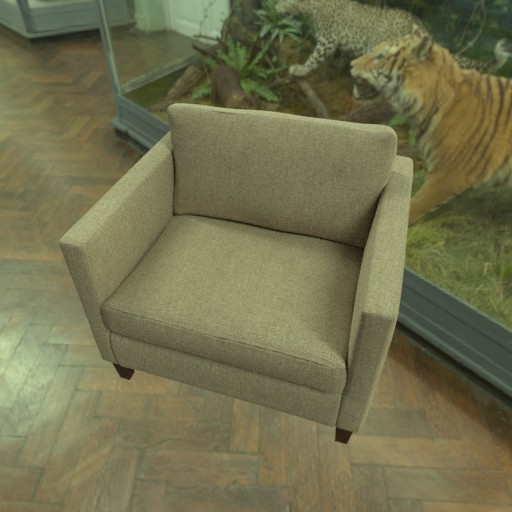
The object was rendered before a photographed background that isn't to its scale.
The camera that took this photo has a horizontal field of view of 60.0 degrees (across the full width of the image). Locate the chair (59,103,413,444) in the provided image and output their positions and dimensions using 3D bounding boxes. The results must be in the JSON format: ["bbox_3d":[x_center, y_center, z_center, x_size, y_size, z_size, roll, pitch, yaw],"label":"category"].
[{"bbox_3d":[0.000,0.000,1.820,1.107,0.987,0.959,12,43,13],"label":"chair"}]
